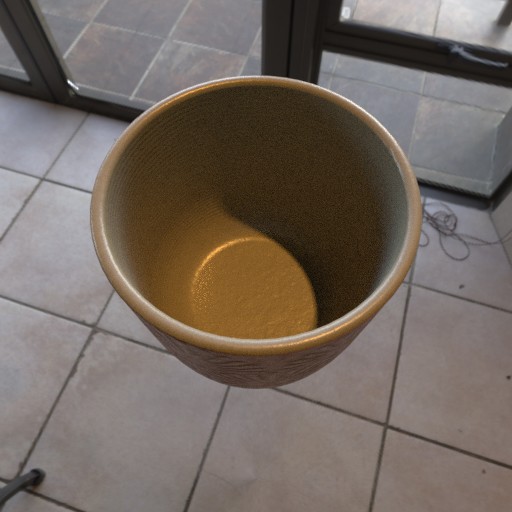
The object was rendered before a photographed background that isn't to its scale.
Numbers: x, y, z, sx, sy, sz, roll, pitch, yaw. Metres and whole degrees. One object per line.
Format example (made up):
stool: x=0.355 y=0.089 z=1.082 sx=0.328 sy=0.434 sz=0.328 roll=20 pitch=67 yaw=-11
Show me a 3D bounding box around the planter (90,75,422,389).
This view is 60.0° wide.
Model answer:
planter: x=0.000 y=0.000 z=0.215 sx=0.124 sy=0.109 sz=0.124 roll=0 pitch=63 yaw=0
